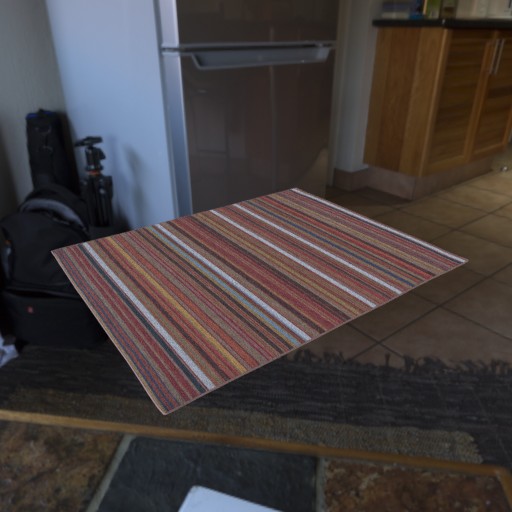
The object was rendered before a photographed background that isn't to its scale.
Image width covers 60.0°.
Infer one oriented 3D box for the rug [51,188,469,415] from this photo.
[{"bbox_3d":[0.000,0.000,4.175,3.092,0.023,2.479,-19,33,-31],"label":"rug"}]
